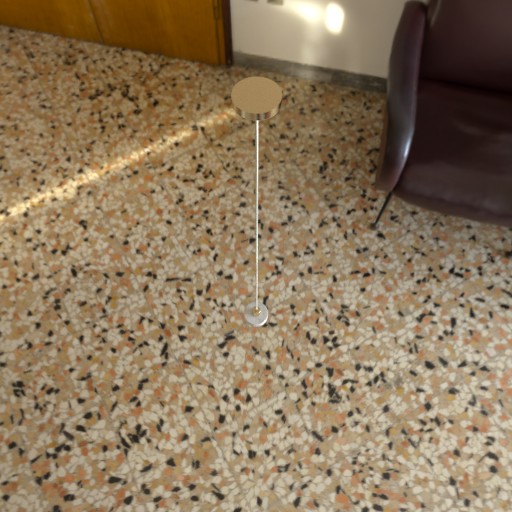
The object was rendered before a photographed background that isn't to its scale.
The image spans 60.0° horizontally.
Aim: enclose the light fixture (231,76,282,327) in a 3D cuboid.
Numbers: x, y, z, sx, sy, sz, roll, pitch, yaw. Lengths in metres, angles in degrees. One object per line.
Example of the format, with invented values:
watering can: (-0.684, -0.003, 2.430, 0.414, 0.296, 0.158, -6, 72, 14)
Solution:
light fixture: (0.000, 0.000, 1.785, 0.129, 1.669, 0.129, -19, 64, -9)
